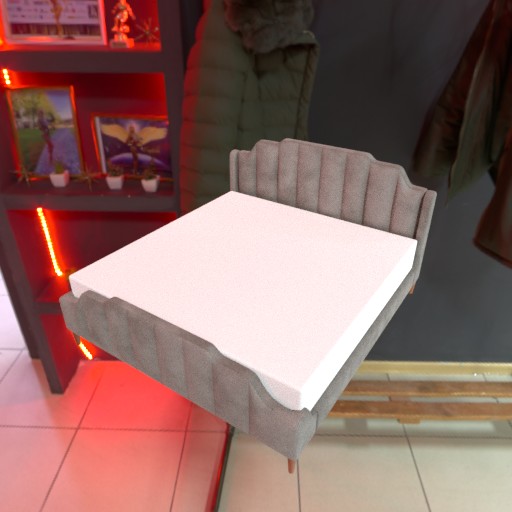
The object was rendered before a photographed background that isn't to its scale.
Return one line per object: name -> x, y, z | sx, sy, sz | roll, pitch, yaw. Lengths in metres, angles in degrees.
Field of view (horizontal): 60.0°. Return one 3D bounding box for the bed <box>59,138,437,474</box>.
bed -> 0.000, 0.000, 3.560 | 2.074, 1.245, 2.340 | 19, 35, 29
